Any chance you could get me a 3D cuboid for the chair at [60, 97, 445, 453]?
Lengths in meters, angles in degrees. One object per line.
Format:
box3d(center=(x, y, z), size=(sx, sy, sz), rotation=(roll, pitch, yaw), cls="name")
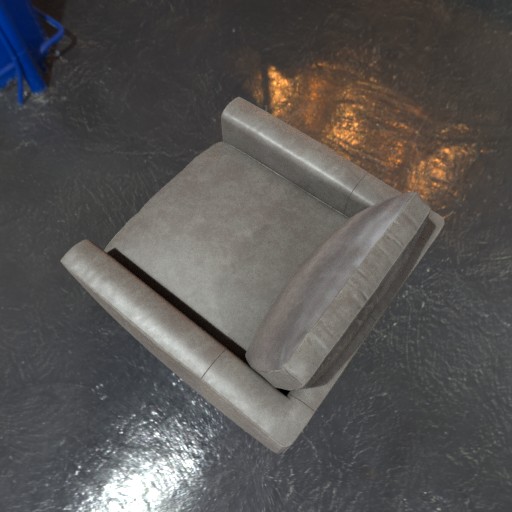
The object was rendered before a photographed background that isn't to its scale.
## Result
box3d(center=(0.000, 0.000, 1.833), size=(1.080, 0.807, 1.106), rotation=(35, 69, 16), cls="chair")
